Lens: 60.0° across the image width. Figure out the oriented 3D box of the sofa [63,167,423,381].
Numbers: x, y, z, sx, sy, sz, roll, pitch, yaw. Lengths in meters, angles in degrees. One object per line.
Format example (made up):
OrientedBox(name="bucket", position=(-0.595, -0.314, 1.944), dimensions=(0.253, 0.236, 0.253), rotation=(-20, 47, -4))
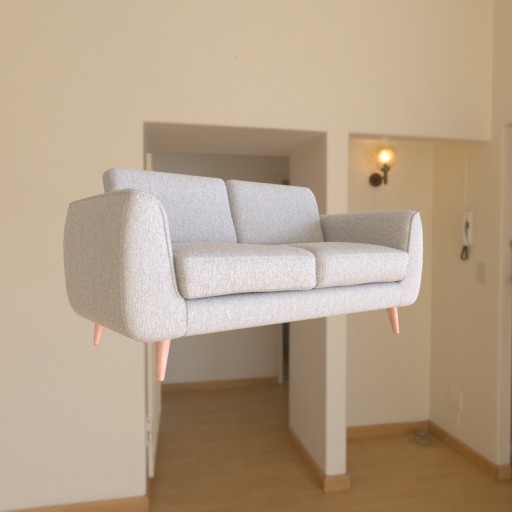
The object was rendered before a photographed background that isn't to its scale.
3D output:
OrientedBox(name="sofa", position=(0.000, 0.000, 2.258), dimensions=(1.700, 0.850, 0.920), rotation=(-1, 2, -37))
